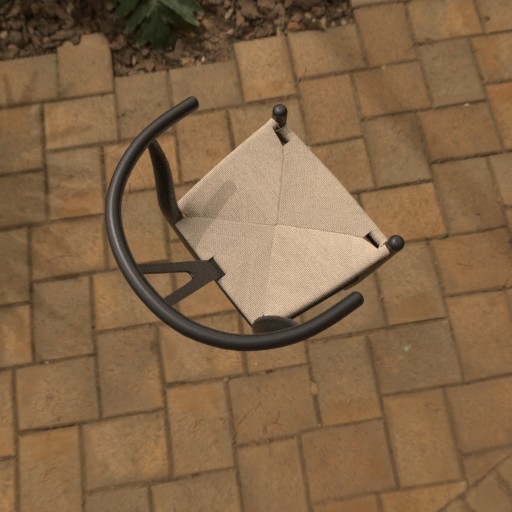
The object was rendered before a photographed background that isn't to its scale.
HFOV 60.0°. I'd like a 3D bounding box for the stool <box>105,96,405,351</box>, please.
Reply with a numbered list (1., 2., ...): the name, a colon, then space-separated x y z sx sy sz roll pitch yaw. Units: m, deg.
1. stool: 0.000 0.000 1.317 0.579 0.970 0.569 -37 79 -8
